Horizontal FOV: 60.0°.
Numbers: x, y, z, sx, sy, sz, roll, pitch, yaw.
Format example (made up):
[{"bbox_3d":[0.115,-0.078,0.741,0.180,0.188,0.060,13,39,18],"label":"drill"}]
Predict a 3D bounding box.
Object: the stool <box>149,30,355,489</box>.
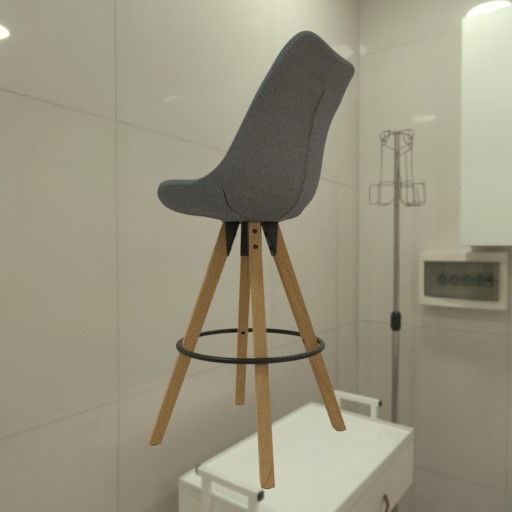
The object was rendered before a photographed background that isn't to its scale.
[{"bbox_3d":[0.000,0.000,1.347,0.550,1.115,0.485,1,1,36],"label":"stool"}]
